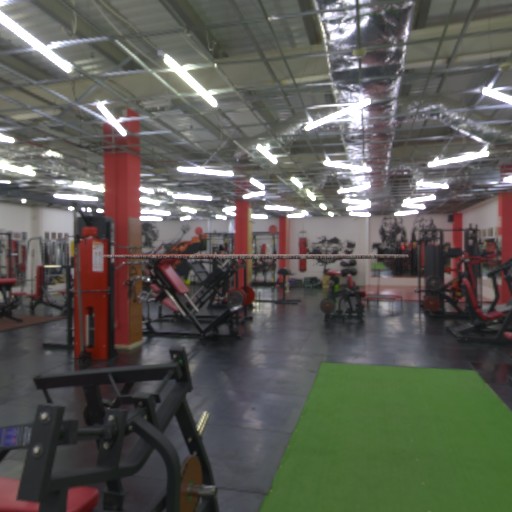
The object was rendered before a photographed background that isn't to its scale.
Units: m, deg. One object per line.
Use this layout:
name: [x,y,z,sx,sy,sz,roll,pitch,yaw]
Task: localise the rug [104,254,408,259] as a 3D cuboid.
rug: [0.000,0.000,2.325,1.514,0.015,1.514,0,0,0]
